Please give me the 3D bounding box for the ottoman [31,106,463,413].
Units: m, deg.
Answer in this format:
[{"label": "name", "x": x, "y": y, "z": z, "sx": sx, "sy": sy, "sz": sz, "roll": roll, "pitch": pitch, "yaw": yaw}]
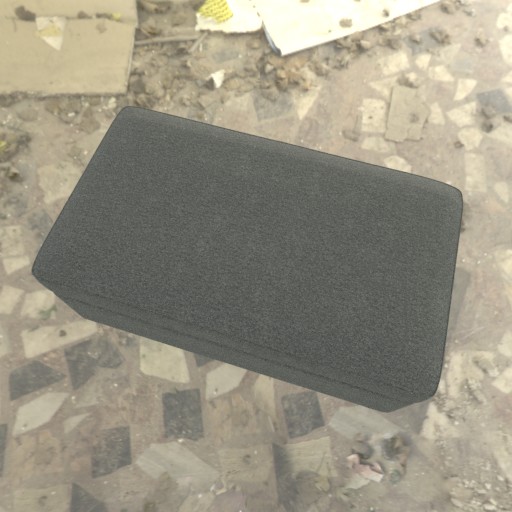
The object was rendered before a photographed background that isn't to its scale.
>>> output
[{"label": "ottoman", "x": 0.000, "y": 0.000, "z": 1.499, "sx": 1.173, "sy": 0.494, "sz": 0.681, "roll": 16, "pitch": 66, "yaw": 7}]
